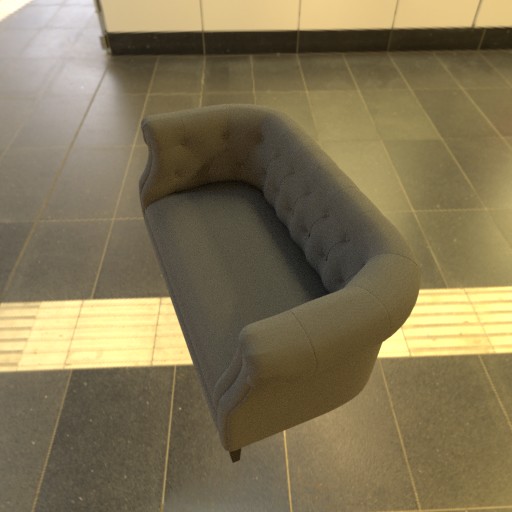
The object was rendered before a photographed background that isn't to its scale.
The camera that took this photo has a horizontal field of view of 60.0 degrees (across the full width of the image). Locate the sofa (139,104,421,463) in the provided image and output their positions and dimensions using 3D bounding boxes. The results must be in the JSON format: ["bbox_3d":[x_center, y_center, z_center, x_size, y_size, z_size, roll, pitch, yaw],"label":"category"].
[{"bbox_3d":[0.000,0.000,2.059,0.835,0.827,1.558,-16,48,-15],"label":"sofa"}]
